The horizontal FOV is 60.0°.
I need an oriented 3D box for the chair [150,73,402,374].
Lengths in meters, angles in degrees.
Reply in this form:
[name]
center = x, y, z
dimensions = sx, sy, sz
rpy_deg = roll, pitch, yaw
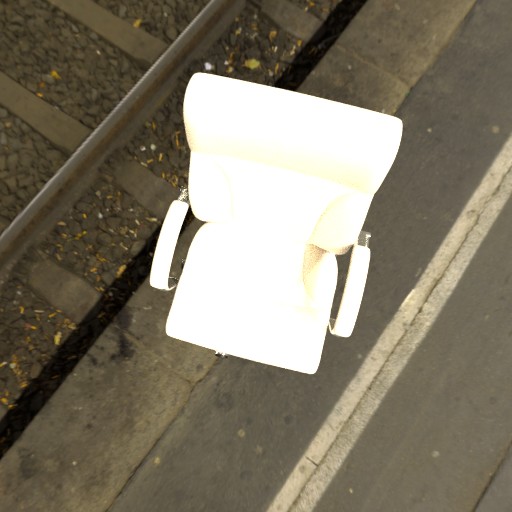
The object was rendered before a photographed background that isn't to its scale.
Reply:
[chair]
center = 0.000, 0.000, 1.581
dimensions = 0.727, 1.099, 0.745
rpy_deg = 14, 77, 3
